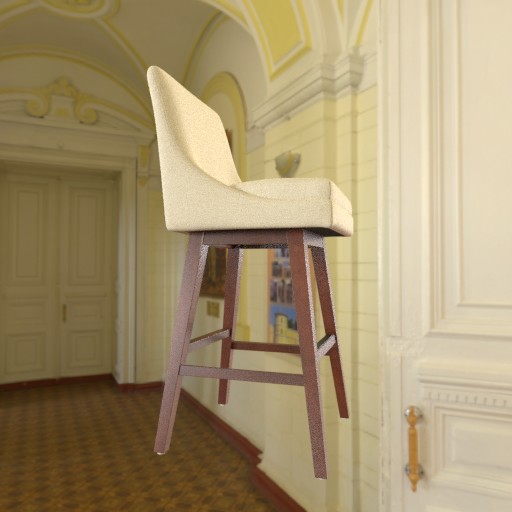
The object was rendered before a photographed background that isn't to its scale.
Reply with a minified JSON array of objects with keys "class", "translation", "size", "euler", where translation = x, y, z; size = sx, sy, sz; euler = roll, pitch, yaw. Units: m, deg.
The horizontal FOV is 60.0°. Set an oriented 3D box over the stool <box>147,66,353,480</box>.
[{"class":"stool","translation":[0.000,0.000,1.381],"size":[0.559,1.097,0.470],"euler":[0,-1,19]}]
